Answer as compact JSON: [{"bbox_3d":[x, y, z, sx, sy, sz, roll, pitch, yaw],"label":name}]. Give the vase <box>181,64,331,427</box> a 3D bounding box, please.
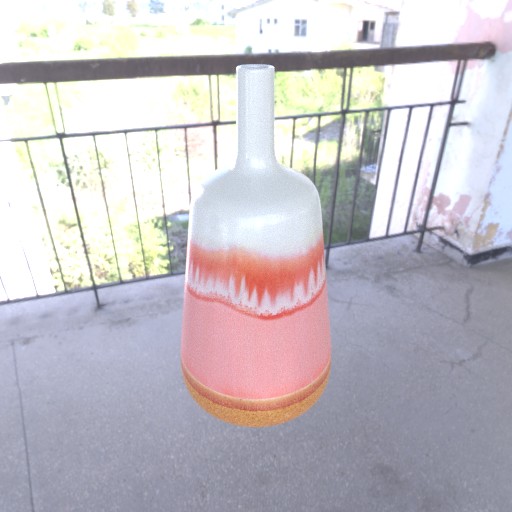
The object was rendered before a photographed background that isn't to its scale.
[{"bbox_3d":[0.000,0.000,0.375,0.144,0.296,0.144,0,30,0],"label":"vase"}]
